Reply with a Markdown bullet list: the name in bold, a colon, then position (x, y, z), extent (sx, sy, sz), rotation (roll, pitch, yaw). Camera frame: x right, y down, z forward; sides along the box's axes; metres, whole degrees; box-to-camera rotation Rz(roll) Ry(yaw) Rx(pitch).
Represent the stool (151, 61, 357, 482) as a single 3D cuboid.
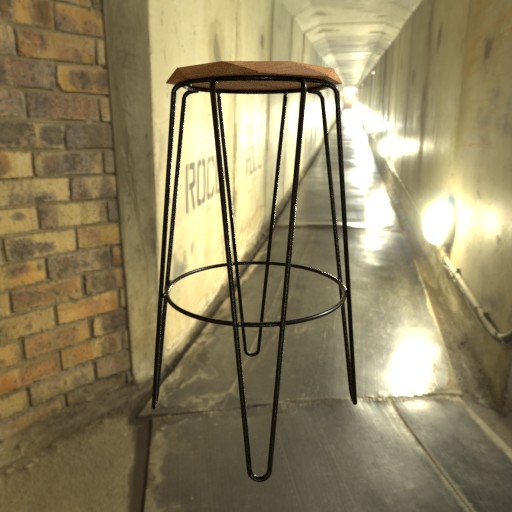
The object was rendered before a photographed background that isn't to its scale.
- **stool**: position (0.000, 0.000, 0.791), extent (0.326, 0.610, 0.326), rotation (14, 21, 41)
